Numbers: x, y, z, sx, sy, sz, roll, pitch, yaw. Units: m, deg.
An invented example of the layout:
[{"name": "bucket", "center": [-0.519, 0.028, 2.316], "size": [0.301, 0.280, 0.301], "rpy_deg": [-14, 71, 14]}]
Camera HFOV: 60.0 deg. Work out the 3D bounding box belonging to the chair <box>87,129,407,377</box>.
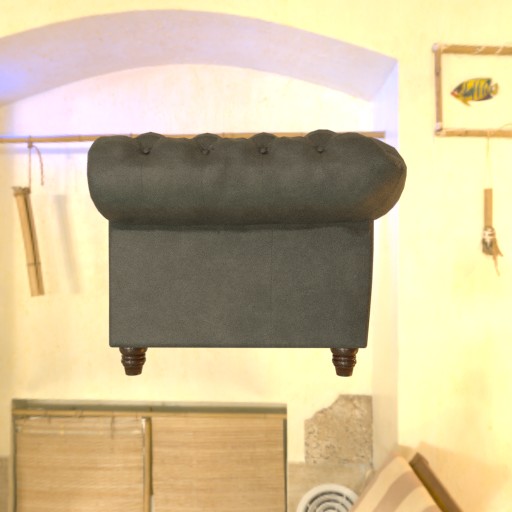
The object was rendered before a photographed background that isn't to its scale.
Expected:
[{"name": "chair", "center": [0.000, 0.000, 1.869], "size": [0.943, 0.780, 1.298], "rpy_deg": [0, 0, 1]}]
